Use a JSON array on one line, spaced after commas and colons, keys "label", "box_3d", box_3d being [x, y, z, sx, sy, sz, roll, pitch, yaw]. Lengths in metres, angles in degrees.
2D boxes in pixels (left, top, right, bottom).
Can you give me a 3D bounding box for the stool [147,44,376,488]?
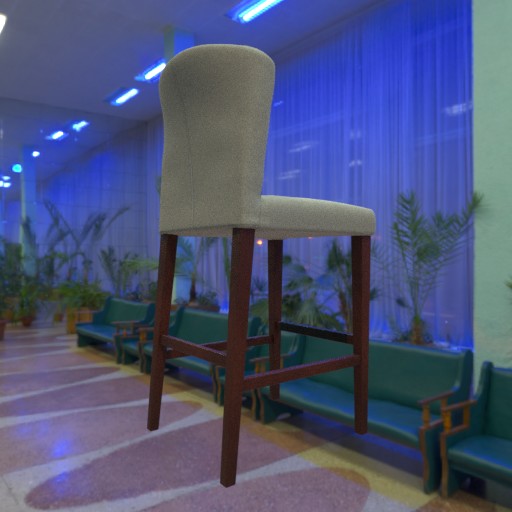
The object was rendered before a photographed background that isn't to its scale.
[{"label": "stool", "box_3d": [0.000, 0.000, 1.349, 0.568, 1.069, 0.479, 0, 0, -37]}]
